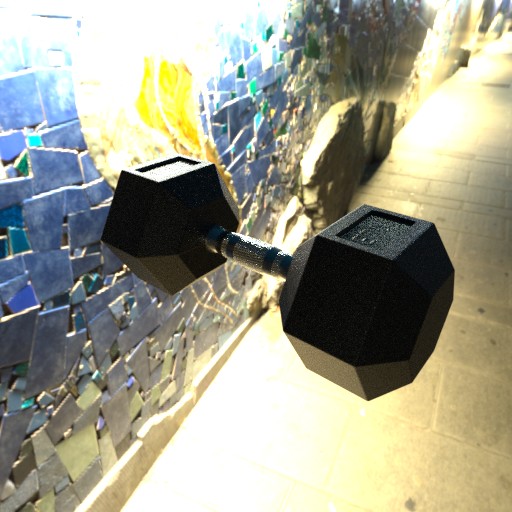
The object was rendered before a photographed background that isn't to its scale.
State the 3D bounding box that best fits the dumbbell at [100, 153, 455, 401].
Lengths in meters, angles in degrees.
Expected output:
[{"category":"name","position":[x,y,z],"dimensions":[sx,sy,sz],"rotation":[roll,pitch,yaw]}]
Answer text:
[{"category":"dumbbell","position":[0.000,0.000,0.449],"dimensions":[0.361,0.137,0.157],"rotation":[22,36,33]}]
